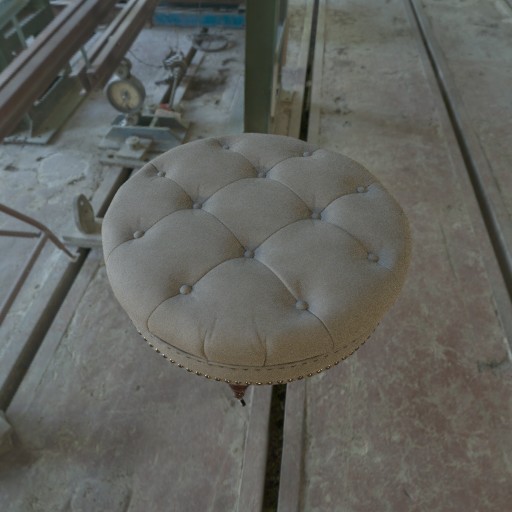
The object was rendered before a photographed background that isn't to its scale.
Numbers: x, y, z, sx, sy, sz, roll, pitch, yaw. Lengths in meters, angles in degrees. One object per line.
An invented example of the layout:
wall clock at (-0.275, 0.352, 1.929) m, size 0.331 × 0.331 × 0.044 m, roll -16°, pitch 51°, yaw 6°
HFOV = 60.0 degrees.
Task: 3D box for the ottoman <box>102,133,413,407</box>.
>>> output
ottoman at (0.000, 0.000, 1.407) m, size 0.901 × 0.439 × 0.901 m, roll 0°, pitch 47°, yaw 0°
